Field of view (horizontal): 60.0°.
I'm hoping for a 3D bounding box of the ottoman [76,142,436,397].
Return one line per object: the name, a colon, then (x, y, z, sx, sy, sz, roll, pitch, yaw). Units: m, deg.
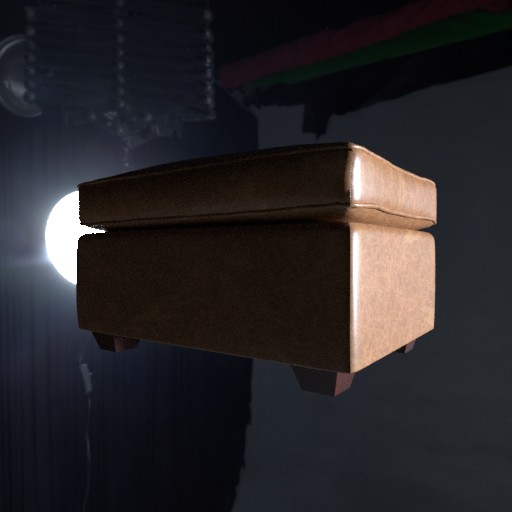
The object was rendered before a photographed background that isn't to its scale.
ottoman: (0.000, 0.000, 1.112, 0.756, 0.468, 0.554, 0, 0, 35)
